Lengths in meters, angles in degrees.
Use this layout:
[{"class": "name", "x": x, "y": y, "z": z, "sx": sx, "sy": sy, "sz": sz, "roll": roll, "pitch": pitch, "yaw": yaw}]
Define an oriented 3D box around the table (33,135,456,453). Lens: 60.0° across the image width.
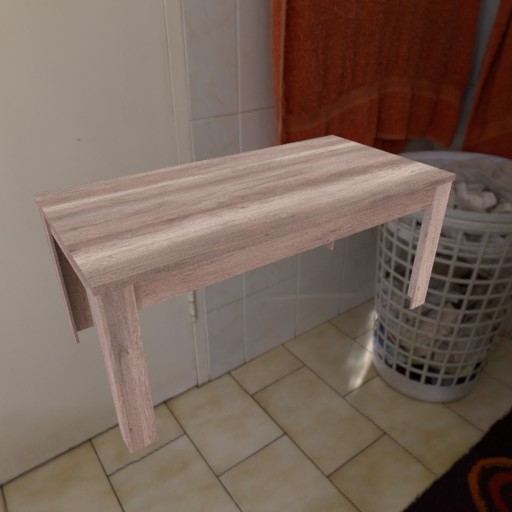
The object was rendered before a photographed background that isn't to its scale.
[{"class": "table", "x": 0.000, "y": 0.000, "z": 2.291, "sx": 1.800, "sy": 0.790, "sz": 0.900, "roll": -19, "pitch": 35, "yaw": -29}]
